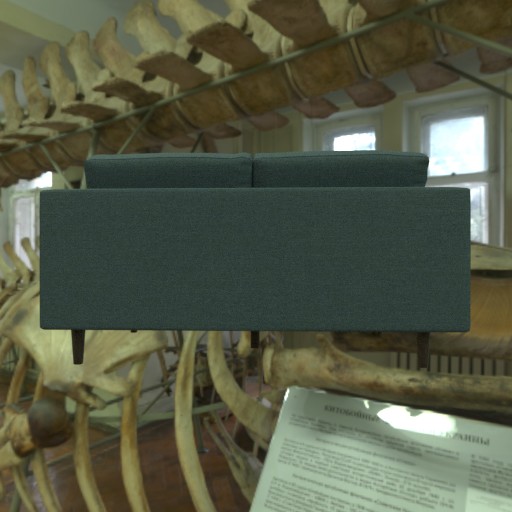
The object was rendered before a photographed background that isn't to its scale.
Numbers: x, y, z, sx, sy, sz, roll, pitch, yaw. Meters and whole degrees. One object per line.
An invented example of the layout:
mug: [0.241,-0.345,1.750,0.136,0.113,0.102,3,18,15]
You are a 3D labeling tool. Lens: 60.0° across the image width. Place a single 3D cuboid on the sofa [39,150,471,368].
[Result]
sofa: [0.000,0.000,2.195,1.659,0.907,0.999,0,0,2]
